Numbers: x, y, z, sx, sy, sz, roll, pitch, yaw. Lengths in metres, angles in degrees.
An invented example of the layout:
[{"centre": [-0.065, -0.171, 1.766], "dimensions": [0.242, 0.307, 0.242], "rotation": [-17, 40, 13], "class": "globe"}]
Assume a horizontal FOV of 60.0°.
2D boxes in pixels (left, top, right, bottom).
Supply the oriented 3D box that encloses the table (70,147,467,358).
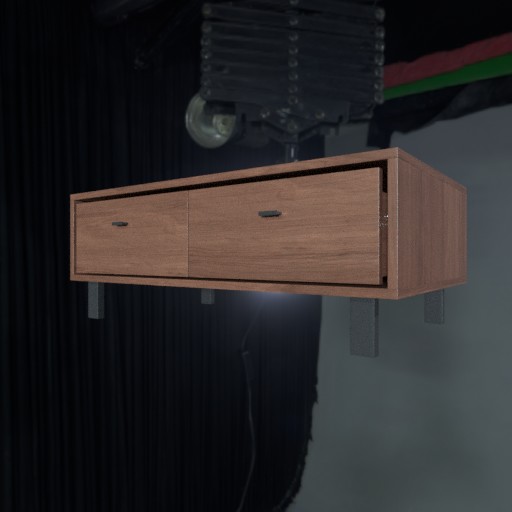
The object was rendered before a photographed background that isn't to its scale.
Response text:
[{"centre": [0.000, 0.000, 1.298], "dimensions": [1.020, 0.380, 0.600], "rotation": [0, 0, 36], "class": "table"}]
